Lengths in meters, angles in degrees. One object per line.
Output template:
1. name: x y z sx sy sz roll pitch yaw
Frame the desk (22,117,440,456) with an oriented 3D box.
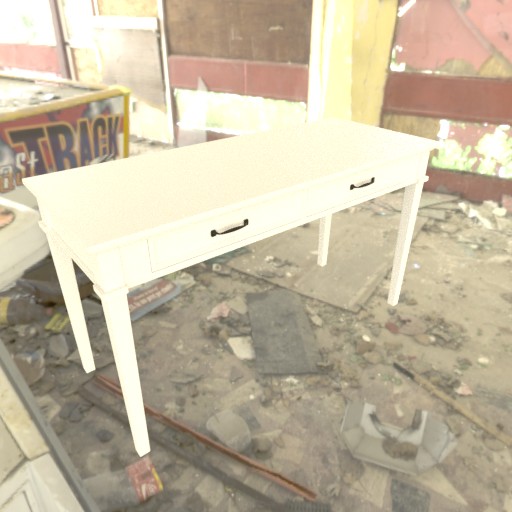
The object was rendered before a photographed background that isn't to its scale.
1. desk: 0.000 0.000 1.715 1.372 0.774 0.559 -21 36 -33
